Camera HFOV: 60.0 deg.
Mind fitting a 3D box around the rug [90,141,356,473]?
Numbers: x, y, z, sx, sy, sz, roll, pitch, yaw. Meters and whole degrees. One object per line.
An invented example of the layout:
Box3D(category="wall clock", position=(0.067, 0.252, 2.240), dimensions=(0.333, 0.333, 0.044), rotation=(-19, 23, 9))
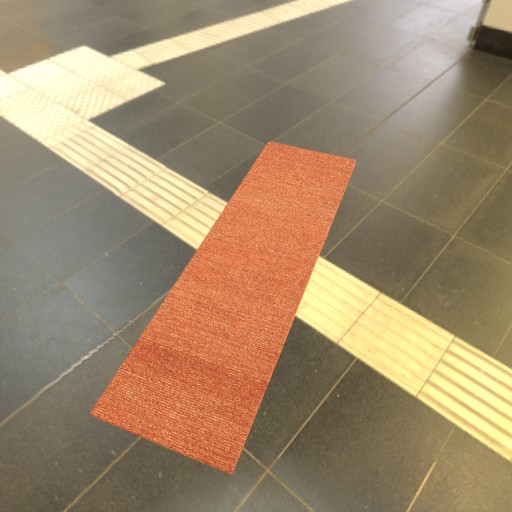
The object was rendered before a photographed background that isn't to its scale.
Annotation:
Box3D(category="rug", position=(0.000, 0.000, 2.598), dimensions=(0.687, 0.012, 2.307), rotation=(16, 49, 14))
